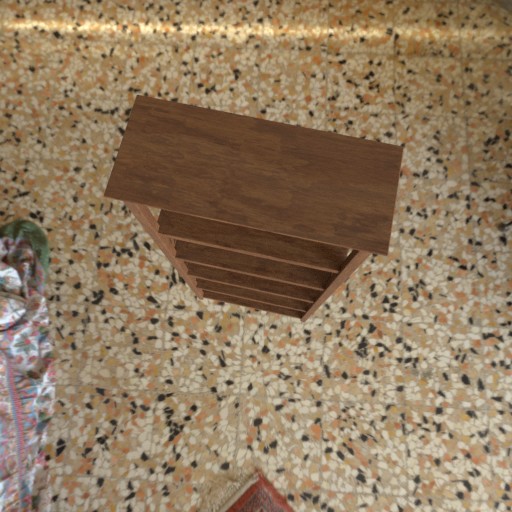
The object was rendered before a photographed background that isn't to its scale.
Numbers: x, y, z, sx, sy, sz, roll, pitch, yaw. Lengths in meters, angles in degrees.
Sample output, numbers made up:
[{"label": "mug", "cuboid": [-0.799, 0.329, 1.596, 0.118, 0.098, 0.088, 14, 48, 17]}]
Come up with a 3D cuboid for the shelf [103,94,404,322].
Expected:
[{"label": "shelf", "cuboid": [0.000, 0.000, 2.183, 0.805, 1.905, 0.335, 12, 76, 3]}]
